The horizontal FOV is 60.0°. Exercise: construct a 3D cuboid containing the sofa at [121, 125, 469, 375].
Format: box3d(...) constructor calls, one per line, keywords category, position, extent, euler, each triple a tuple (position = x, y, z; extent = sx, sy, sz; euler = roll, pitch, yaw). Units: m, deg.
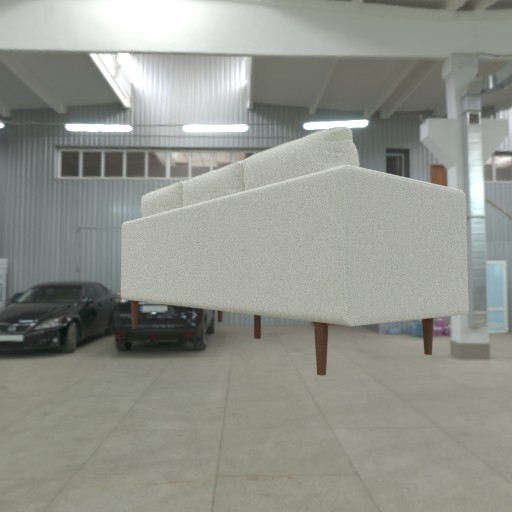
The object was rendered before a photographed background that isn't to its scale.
box3d(category="sofa", position=(0.000, 0.000, 2.466), extent=(0.802, 0.912, 2.029), euler=(2, -3, -37))
